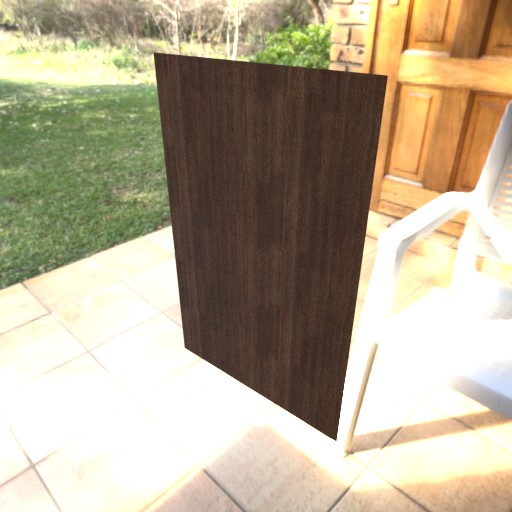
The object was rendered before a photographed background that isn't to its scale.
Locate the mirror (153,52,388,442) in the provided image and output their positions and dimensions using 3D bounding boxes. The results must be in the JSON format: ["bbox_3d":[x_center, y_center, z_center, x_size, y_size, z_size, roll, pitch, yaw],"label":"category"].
[{"bbox_3d":[0.000,0.000,1.246,0.651,1.010,0.047,22,37,33],"label":"mirror"}]
